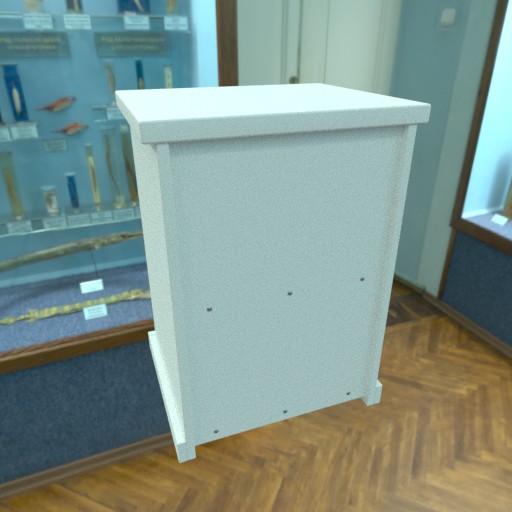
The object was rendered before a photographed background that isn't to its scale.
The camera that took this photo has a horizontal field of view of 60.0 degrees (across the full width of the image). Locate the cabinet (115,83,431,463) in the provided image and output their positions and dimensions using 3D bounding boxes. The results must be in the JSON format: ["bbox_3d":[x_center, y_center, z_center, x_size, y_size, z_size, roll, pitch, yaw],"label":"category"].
[{"bbox_3d":[0.000,0.000,1.061,0.520,0.723,0.431,-9,28,-18],"label":"cabinet"}]
